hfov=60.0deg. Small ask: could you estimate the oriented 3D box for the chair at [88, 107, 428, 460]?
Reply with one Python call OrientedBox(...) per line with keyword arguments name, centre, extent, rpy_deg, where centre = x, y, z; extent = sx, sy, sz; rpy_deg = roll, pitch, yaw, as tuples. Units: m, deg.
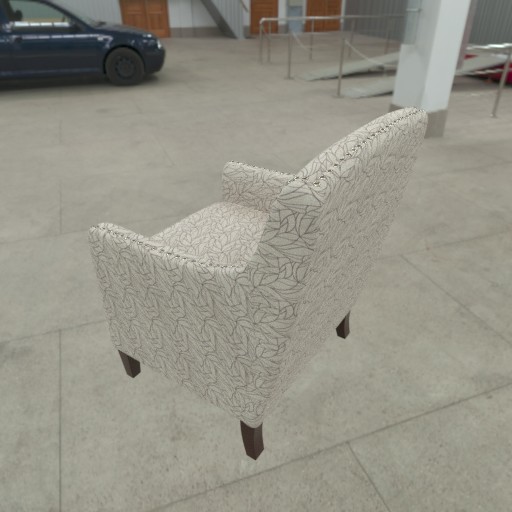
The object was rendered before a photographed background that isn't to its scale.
OrientedBox(name="chair", centre=(0.000, 0.000, 1.258), extent=(0.651, 0.816, 0.623), rpy_deg=(20, 37, 28))
